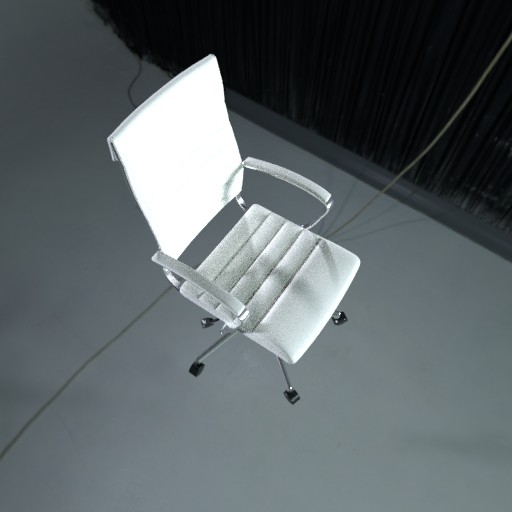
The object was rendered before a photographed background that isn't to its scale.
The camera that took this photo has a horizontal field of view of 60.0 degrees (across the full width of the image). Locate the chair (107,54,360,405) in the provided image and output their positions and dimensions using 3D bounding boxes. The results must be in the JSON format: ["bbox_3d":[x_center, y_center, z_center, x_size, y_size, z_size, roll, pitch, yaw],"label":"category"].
[{"bbox_3d":[0.000,0.000,1.626,0.739,1.149,0.766,30,63,17],"label":"chair"}]
